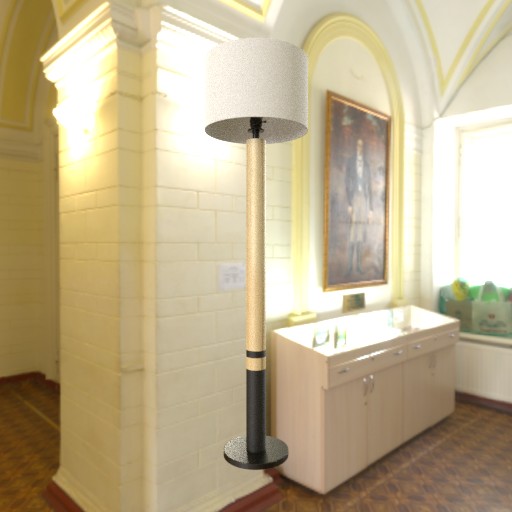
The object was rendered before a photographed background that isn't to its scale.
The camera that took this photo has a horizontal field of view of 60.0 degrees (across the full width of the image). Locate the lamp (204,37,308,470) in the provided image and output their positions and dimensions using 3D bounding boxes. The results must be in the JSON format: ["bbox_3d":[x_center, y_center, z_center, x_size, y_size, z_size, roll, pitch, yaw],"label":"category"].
[{"bbox_3d":[0.000,0.000,1.645,0.381,1.478,0.381,0,1,1],"label":"lamp"}]
